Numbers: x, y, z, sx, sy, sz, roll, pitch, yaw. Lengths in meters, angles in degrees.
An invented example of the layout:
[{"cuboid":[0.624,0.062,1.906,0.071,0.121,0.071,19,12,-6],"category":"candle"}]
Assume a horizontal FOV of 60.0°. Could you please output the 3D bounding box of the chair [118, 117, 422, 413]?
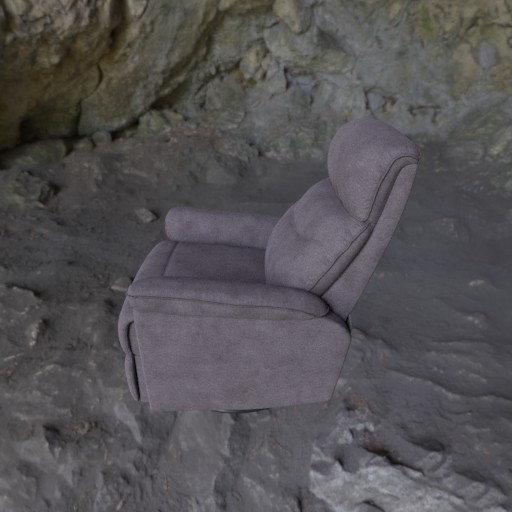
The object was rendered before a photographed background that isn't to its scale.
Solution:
[{"cuboid":[0.000,0.000,1.769,1.009,1.036,0.830,0,25,0],"category":"chair"}]
